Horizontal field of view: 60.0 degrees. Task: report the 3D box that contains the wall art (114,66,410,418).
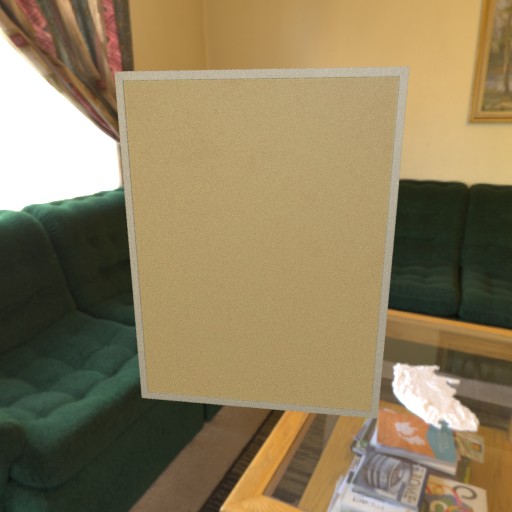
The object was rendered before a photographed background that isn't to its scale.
[{"bbox_3d":[0.000,0.000,1.337,0.789,1.042,0.034,2,17,8],"label":"wall art"}]
